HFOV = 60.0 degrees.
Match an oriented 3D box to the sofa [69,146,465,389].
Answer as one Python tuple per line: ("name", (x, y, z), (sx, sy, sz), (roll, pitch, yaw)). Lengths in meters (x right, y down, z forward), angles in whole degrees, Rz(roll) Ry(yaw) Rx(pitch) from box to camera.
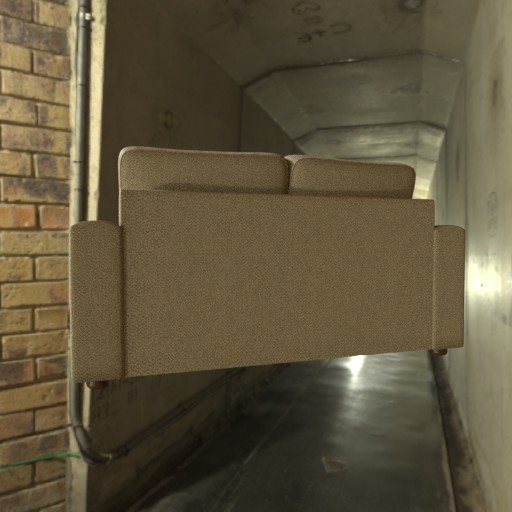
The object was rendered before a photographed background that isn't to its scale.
("sofa", (0.000, 0.000, 2.174), (1.616, 0.873, 1.016), (-1, 2, -18))
